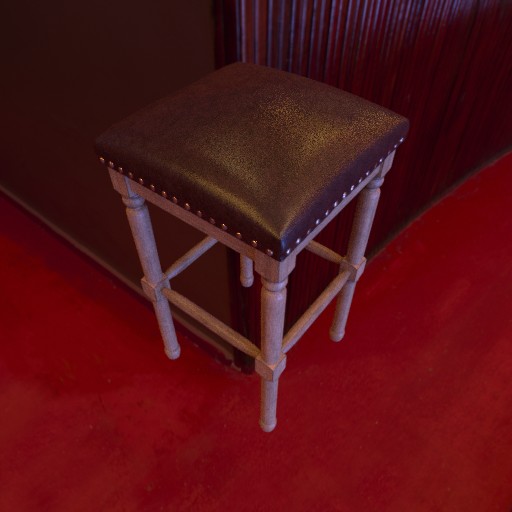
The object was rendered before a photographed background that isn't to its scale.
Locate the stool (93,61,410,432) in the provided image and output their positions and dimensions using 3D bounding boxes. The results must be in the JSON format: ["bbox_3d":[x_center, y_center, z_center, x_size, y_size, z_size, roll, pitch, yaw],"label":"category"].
[{"bbox_3d":[0.000,0.000,0.951,0.383,0.702,0.382,29,53,25],"label":"stool"}]
